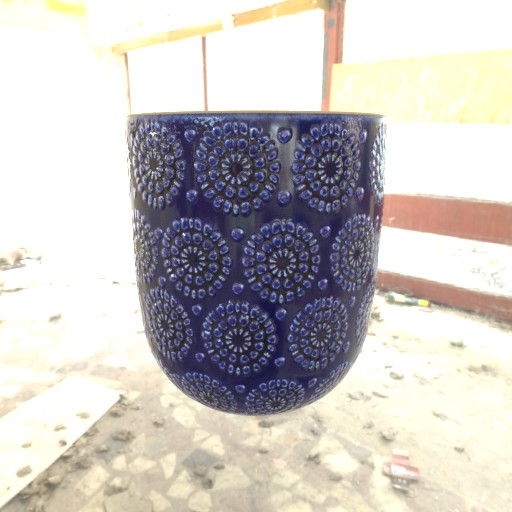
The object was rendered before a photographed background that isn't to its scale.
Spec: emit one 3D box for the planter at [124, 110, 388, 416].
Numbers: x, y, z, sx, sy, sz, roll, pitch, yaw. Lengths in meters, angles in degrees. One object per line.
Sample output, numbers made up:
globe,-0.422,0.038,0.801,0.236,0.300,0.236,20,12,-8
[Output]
planter,0.000,0.000,0.343,0.184,0.206,0.184,0,15,0
